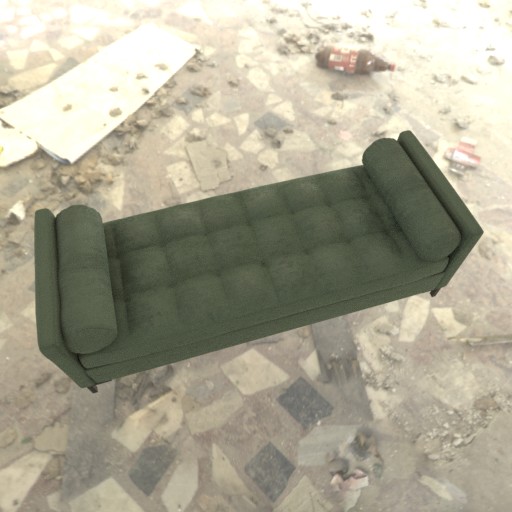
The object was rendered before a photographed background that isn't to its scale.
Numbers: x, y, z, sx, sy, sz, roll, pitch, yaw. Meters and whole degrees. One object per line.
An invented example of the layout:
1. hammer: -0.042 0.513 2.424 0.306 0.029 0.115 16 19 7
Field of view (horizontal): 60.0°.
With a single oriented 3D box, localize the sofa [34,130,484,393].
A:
1. sofa: 0.000 0.000 2.445 2.130 0.681 0.817 -14 58 -9
